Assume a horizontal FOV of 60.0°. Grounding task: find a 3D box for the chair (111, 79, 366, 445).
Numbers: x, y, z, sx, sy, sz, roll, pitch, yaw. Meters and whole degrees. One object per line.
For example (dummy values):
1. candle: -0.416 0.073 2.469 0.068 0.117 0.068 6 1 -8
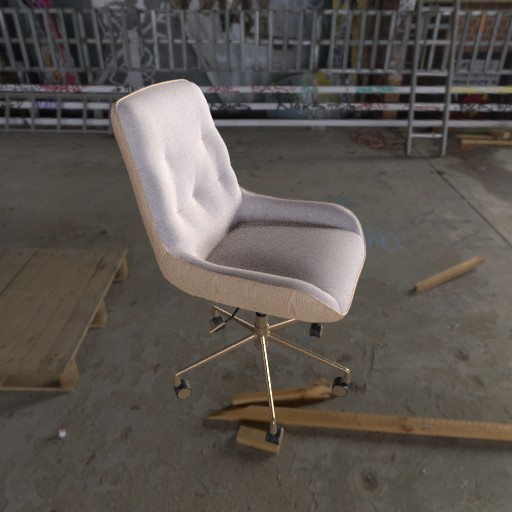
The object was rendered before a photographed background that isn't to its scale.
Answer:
1. chair: 0.000 0.000 1.355 0.668 0.952 0.564 11 32 17
